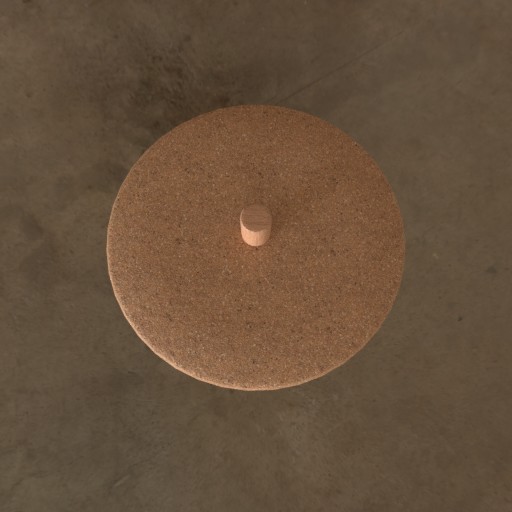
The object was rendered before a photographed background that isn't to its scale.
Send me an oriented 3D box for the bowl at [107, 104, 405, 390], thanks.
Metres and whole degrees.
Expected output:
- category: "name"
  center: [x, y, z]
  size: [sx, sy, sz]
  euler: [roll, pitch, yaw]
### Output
- category: "bowl"
  center: [0.000, 0.000, 0.220]
  size: [0.126, 0.110, 0.126]
  euler: [0, 75, 0]
